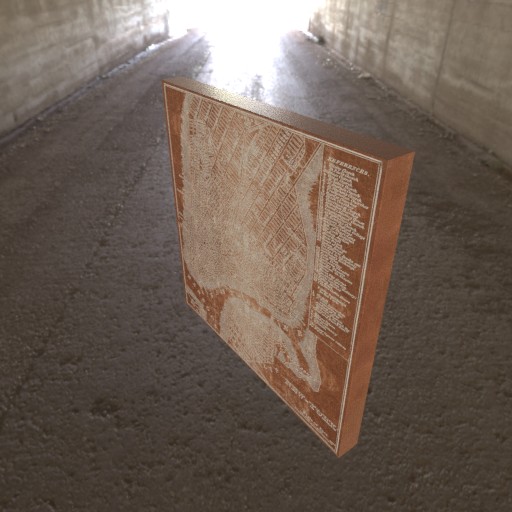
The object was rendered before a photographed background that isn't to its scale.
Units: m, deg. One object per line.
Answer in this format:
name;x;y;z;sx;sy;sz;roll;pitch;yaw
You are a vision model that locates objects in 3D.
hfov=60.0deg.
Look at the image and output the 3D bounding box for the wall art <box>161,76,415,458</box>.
wall art;0.000;0.000;0.611;0.035;0.403;0.403;-22;39;-30
